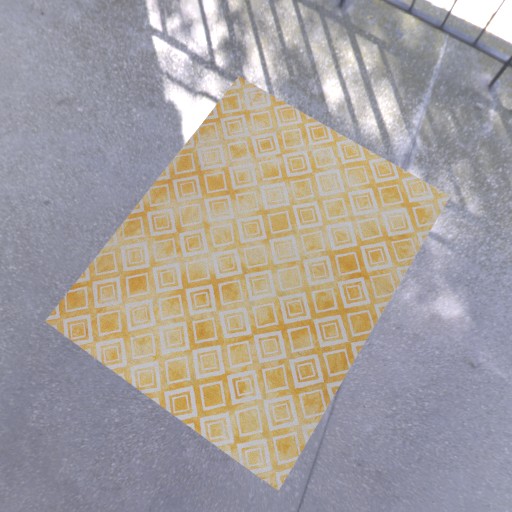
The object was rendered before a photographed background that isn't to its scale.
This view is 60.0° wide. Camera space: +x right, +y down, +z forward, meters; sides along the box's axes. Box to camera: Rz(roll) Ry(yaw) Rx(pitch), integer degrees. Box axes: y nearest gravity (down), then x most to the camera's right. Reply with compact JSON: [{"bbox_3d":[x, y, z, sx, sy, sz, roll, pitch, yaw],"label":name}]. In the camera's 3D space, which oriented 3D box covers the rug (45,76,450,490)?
[{"bbox_3d":[0.000,0.000,4.048,2.433,0.011,3.037,32,76,9],"label":"rug"}]
